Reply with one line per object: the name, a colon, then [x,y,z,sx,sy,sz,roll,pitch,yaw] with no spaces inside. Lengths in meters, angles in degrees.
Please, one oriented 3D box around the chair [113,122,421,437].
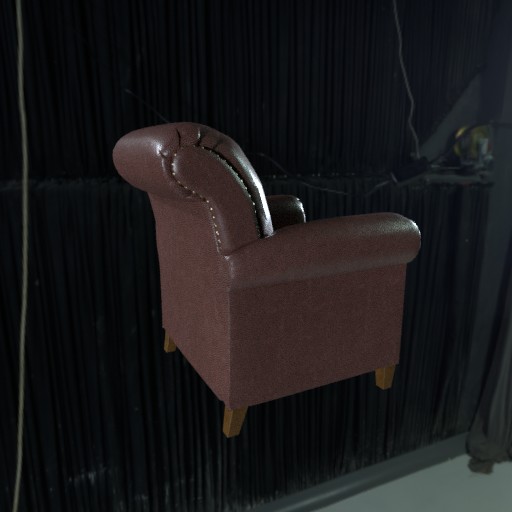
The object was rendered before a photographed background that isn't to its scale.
chair: [0.000,0.000,1.652,0.890,0.927,0.854,-7,15,-26]
